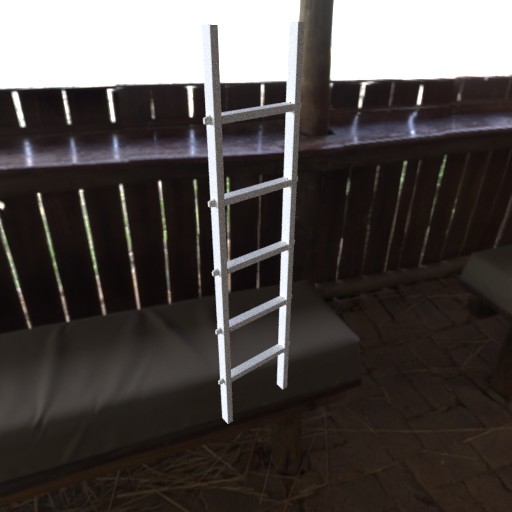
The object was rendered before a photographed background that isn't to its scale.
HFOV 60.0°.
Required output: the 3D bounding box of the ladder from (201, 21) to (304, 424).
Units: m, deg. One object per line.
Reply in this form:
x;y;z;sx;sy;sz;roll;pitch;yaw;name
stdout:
0.000;0.000;1.930;0.452;1.797;0.051;-22;36;-33;ladder
